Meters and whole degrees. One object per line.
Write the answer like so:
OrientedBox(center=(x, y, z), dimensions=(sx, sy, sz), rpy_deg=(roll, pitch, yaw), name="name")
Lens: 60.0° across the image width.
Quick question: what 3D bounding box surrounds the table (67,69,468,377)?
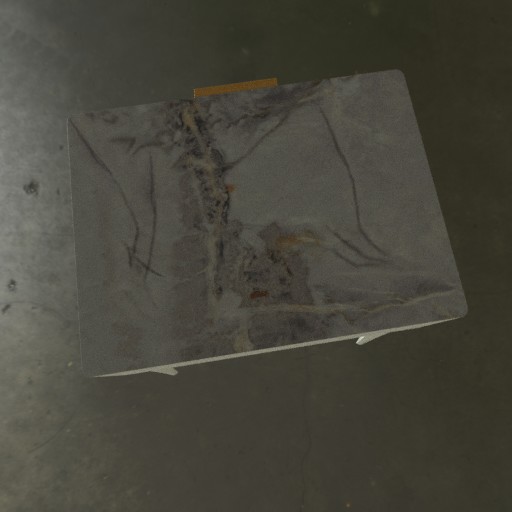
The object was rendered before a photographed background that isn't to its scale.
OrientedBox(center=(0.000, 0.000, 0.886), dimensions=(0.500, 0.570, 0.400), rpy_deg=(-9, 76, -2), name="table")
